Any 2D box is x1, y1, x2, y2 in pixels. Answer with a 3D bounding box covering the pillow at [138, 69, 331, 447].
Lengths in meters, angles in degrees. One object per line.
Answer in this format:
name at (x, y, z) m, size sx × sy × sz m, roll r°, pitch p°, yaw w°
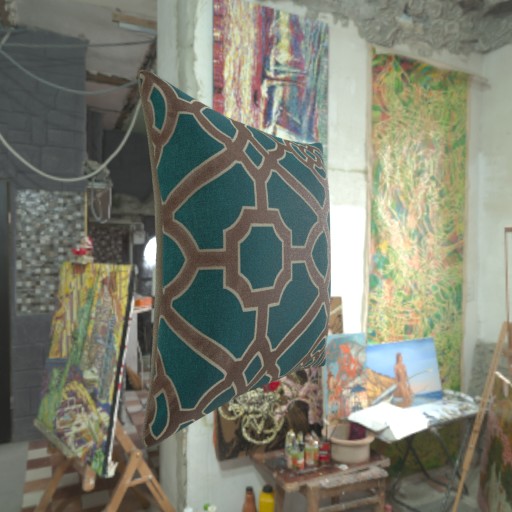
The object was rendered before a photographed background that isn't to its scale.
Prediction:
pillow at (0.000, 0.000, 0.802) m, size 0.166 × 0.507 × 0.526 m, roll 1°, pitch 1°, yaw 35°
